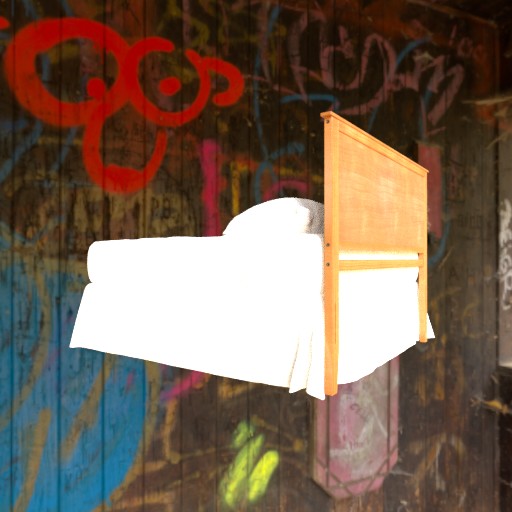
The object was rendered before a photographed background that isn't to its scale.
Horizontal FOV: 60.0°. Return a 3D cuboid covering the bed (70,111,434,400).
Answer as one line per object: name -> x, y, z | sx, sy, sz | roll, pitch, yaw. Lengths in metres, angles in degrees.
bed -> 0.000, 0.000, 3.211 | 2.035, 1.273, 1.870 | 0, 0, 35
